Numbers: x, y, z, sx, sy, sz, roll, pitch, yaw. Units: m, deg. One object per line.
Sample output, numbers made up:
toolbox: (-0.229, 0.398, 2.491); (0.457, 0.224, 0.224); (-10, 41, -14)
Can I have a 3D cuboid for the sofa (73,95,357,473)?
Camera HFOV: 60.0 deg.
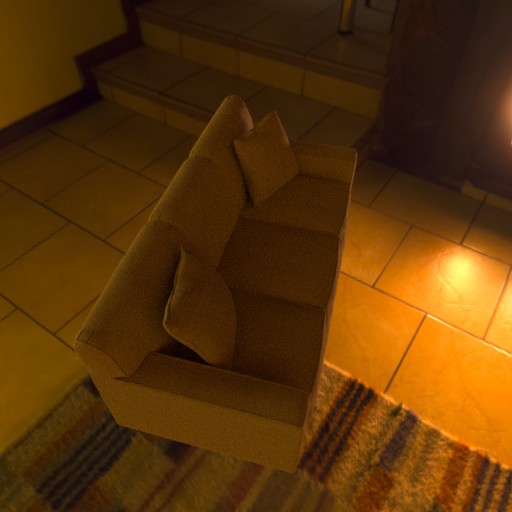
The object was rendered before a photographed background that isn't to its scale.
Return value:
sofa: (0.000, 0.000, 2.605); (0.997, 0.958, 2.024); (11, 48, 10)
